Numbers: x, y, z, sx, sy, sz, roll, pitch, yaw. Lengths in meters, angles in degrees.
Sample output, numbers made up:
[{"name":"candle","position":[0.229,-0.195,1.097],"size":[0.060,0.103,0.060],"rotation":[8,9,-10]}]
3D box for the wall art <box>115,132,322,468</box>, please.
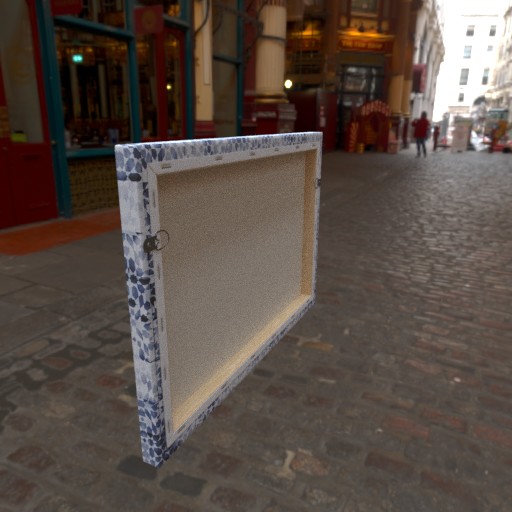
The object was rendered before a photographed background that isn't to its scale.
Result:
[{"name":"wall art","position":[0.000,0.000,0.778],"size":[0.030,0.406,0.608],"rotation":[8,19,25]}]
